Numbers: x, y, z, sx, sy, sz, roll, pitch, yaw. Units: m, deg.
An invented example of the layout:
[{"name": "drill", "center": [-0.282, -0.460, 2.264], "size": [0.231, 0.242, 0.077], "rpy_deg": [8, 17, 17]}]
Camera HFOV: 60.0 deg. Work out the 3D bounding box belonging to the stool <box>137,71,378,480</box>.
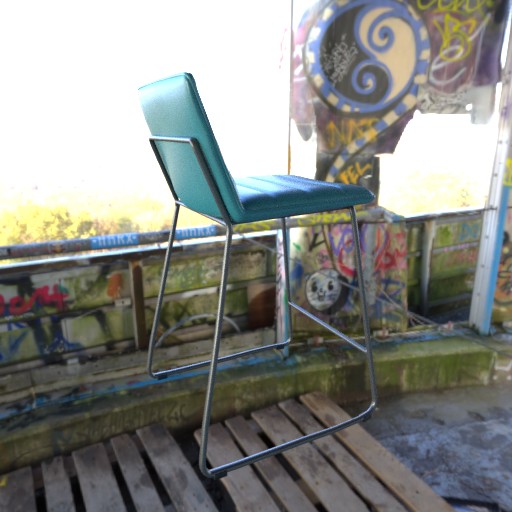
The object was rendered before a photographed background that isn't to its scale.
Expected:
[{"name": "stool", "center": [0.000, 0.000, 1.187], "size": [0.524, 0.866, 0.489], "rpy_deg": [-8, 18, -26]}]
